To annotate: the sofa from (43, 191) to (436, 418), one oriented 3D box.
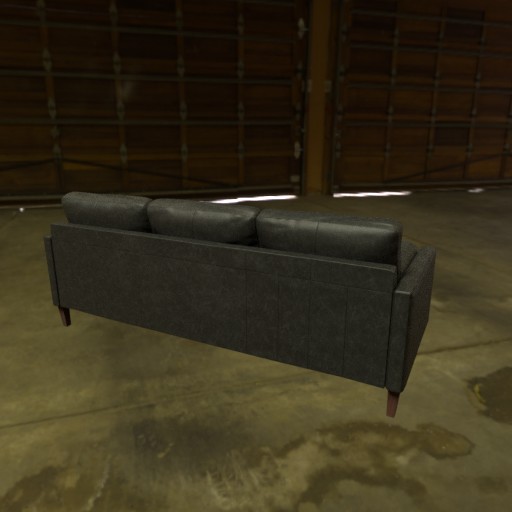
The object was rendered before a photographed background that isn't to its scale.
[{"bbox_3d":[0.000,0.000,2.906,2.178,0.876,1.497,8,18,26],"label":"sofa"}]
